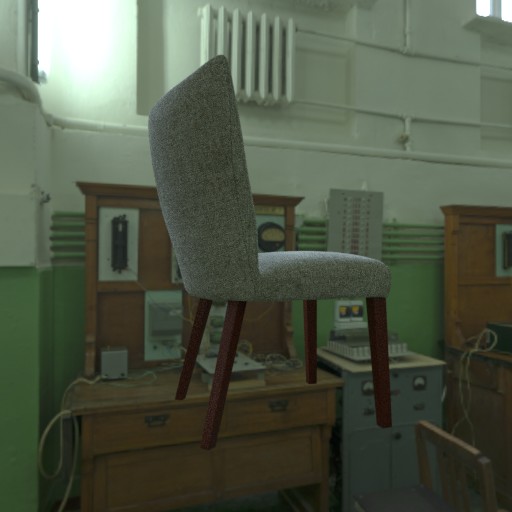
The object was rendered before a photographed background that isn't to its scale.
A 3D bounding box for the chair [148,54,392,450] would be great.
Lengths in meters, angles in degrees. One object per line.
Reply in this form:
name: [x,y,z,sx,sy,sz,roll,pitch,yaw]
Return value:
chair: [0.000,0.000,1.316,0.623,0.924,0.535,0,0,-19]
